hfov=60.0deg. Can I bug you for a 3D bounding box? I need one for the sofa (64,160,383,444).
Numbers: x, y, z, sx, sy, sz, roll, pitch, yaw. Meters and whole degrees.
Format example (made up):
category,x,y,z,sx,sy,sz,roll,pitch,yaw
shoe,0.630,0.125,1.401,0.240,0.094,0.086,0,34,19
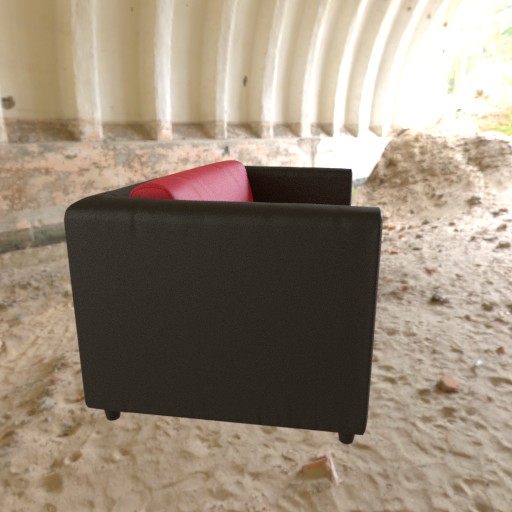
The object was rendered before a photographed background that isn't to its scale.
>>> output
category,x,y,z,sx,sy,sz,roll,pitch,yaw
sofa,0.000,0.000,1.862,0.845,0.735,1.410,2,16,8
